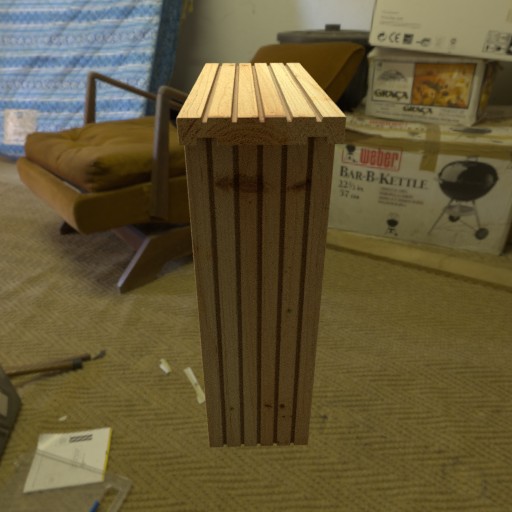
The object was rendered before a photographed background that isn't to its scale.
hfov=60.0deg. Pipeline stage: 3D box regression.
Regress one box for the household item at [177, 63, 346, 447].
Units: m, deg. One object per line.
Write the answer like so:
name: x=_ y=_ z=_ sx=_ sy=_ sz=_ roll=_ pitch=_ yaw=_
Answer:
household item: x=0.000 y=0.000 z=0.551 sx=0.123 sy=0.407 sz=0.301 roll=-1 pitch=30 yaw=-1
